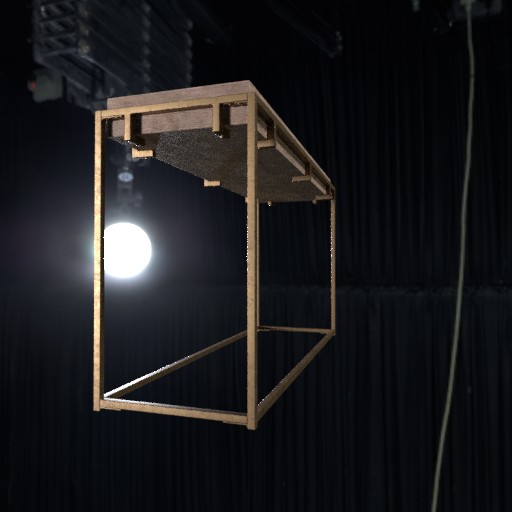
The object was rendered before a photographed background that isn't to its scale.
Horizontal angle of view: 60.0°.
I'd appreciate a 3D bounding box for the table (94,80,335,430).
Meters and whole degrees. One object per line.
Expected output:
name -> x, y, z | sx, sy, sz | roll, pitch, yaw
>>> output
table -> 0.000, 0.000, 1.757 | 0.440, 0.820, 1.400 | 0, -1, 18
